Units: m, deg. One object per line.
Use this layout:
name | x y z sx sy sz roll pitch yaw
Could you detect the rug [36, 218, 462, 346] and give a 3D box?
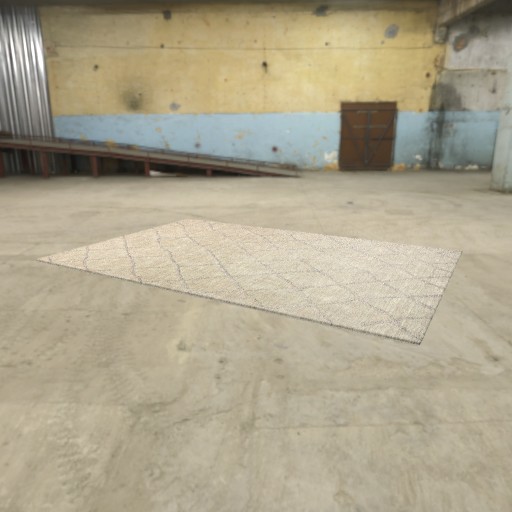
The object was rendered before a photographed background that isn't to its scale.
rug | 0.000 0.000 2.840 2.280 0.015 1.521 9 18 28
